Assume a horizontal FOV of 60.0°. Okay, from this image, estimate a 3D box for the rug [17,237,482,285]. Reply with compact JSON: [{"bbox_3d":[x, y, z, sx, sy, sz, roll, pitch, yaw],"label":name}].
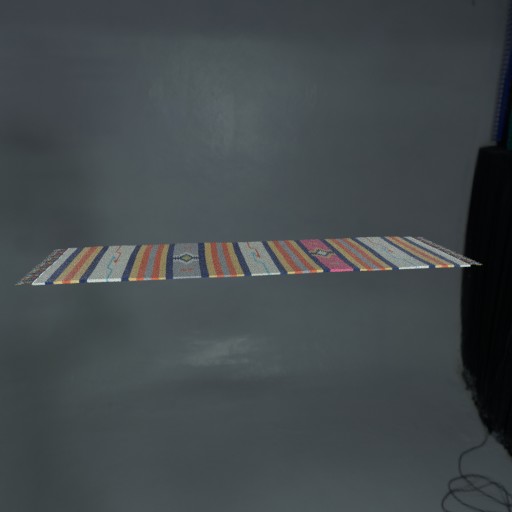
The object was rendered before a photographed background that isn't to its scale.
[{"bbox_3d":[0.000,0.000,2.628,2.455,0.017,0.695,-2,16,-8],"label":"rug"}]
